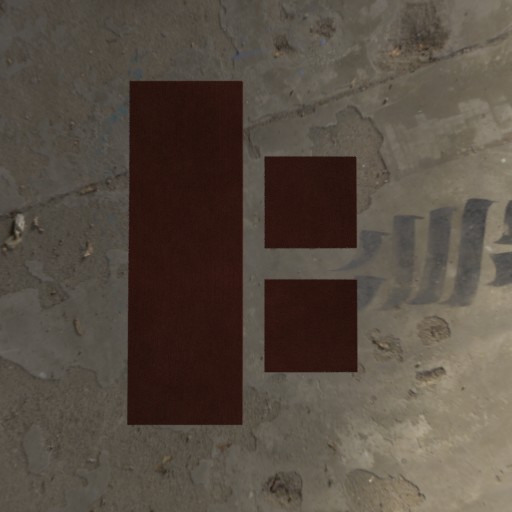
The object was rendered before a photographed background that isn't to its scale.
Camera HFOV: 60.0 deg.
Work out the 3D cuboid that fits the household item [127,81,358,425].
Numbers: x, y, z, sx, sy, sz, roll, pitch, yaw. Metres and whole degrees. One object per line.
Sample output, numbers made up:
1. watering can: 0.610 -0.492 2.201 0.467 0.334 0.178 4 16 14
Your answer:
1. household item: 0.000 0.000 1.708 0.676 1.067 0.914 0 89 0
